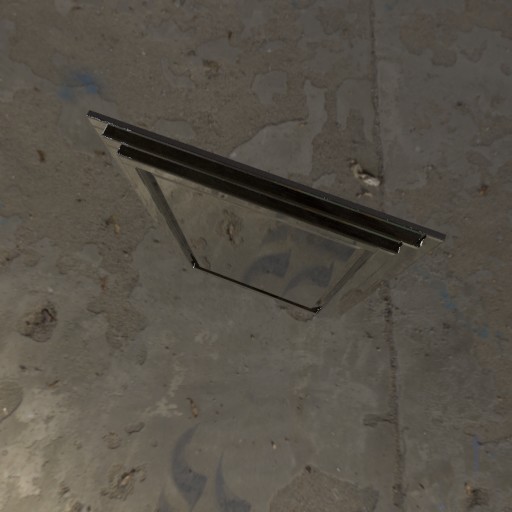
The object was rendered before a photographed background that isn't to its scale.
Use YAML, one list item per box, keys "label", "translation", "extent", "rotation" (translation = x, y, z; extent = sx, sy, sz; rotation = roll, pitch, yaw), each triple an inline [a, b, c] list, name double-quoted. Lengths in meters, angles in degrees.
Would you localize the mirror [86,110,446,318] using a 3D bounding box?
- label: "mirror"
  translation: [0.000, 0.000, 1.146]
  extent: [0.613, 0.914, 0.039]
  rotation: [20, 76, 5]
